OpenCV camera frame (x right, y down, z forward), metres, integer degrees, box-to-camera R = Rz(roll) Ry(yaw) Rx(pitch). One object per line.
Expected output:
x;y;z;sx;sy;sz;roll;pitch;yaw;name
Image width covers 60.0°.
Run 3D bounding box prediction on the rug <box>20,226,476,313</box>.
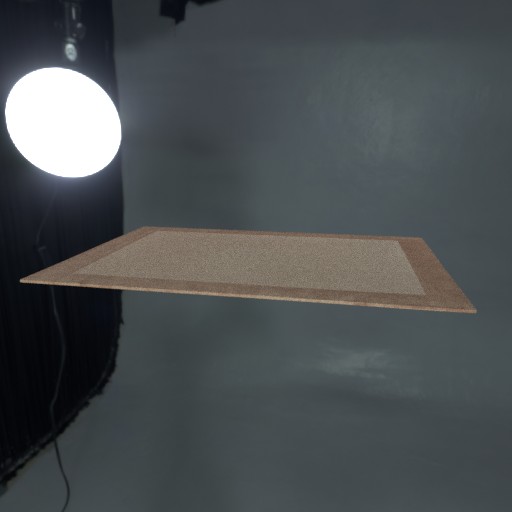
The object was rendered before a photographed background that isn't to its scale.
0.000;0.000;2.310;1.829;0.014;1.219;3;15;11;rug
